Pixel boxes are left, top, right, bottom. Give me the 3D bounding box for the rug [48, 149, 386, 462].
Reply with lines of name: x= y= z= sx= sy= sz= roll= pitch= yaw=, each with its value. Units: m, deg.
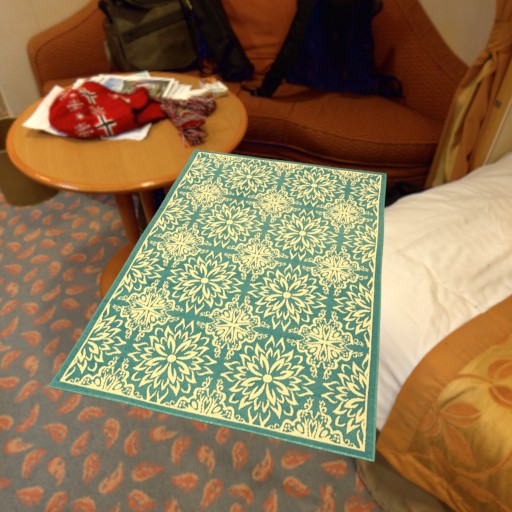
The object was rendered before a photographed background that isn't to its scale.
rug: x=0.000 y=0.000 z=2.780 sx=1.554 sy=0.012 sz=2.205 roll=9 pitch=46 yaw=9
